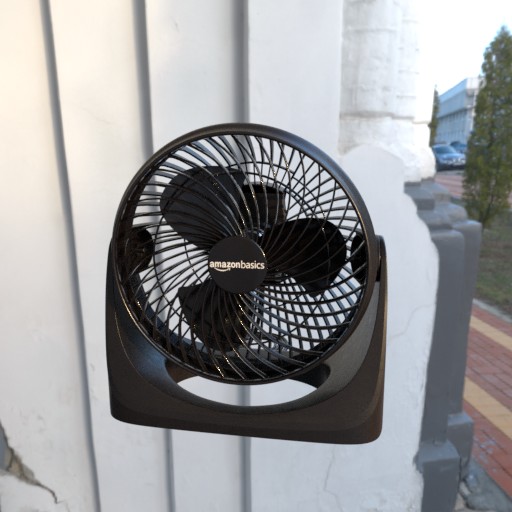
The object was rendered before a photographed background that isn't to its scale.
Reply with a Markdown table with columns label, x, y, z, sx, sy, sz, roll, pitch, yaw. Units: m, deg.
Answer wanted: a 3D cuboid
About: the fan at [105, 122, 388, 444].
| label | x | y | z | sx | sy | sz | roll | pitch | yaw |
| --- | --- | --- | --- | --- | --- | --- | --- | --- | --- |
| fan | 0.000 | 0.000 | 0.494 | 0.273 | 0.277 | 0.256 | 2 | 14 | 8 |
